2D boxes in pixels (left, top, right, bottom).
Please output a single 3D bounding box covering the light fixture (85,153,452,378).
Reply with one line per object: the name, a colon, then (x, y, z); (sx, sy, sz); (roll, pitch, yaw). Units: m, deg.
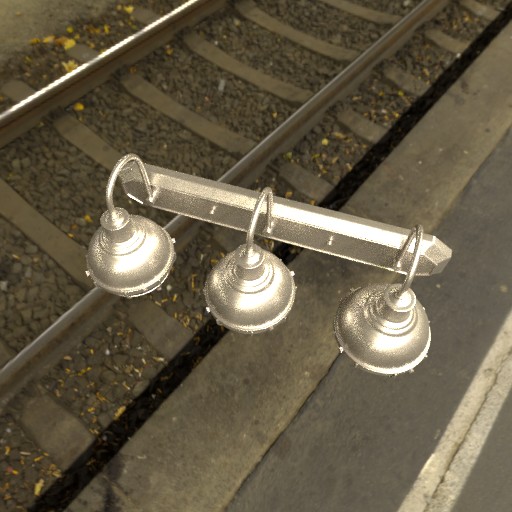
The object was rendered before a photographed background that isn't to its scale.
light fixture: (0.000, 0.000, 0.757); (0.634, 0.254, 0.229); (15, 59, 10)
